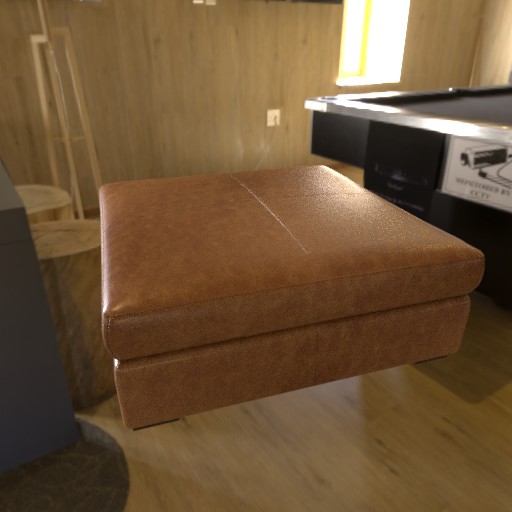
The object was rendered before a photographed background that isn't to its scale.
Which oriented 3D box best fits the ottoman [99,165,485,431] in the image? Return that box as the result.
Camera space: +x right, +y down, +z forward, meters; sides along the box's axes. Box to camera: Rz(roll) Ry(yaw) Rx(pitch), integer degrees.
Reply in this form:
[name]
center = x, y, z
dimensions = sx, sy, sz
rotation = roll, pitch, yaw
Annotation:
[ottoman]
center = 0.000, 0.000, 1.801
dimensions = 1.169, 0.483, 1.168
rotation = -8, 27, -16
